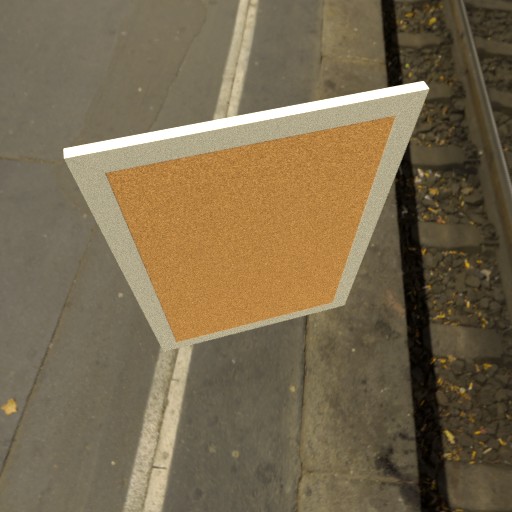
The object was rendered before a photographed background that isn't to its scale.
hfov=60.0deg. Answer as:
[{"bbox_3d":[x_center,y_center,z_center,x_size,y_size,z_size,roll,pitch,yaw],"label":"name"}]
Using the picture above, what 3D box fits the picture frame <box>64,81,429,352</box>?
[{"bbox_3d":[0.000,0.000,0.580,0.326,0.459,0.011,-13,59,-8],"label":"picture frame"}]
